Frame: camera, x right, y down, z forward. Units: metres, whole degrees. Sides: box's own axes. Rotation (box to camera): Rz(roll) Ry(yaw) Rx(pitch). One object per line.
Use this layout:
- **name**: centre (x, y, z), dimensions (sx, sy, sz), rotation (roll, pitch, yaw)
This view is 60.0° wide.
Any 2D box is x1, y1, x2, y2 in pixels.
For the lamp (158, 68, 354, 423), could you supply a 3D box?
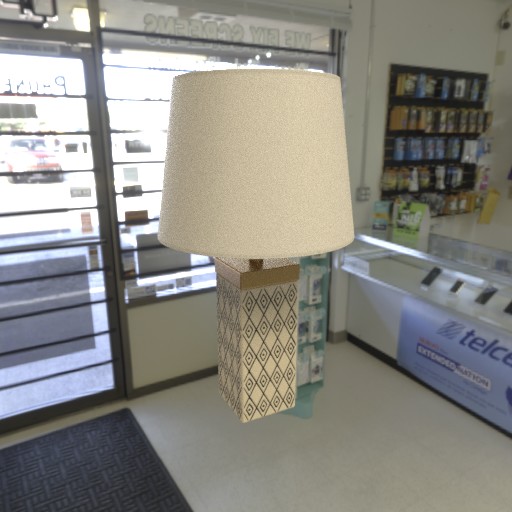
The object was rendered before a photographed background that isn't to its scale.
- **lamp**: centre (0.000, 0.000, 0.587), dimensions (0.251, 0.435, 0.251), rotation (0, 15, 0)
